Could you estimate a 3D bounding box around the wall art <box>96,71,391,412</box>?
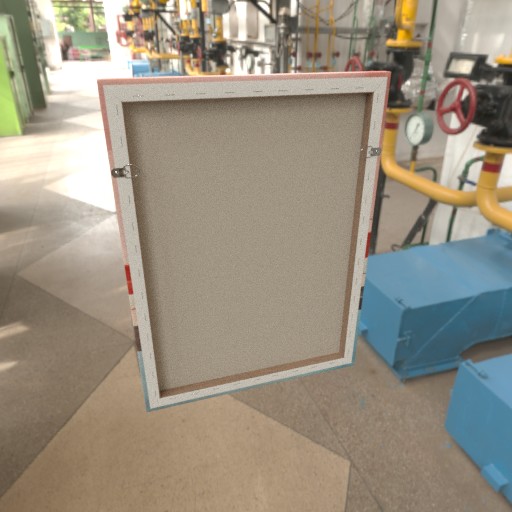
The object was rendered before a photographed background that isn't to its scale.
[{"bbox_3d":[0.000,0.000,1.339,0.761,1.016,0.039,-8,28,-16],"label":"wall art"}]
